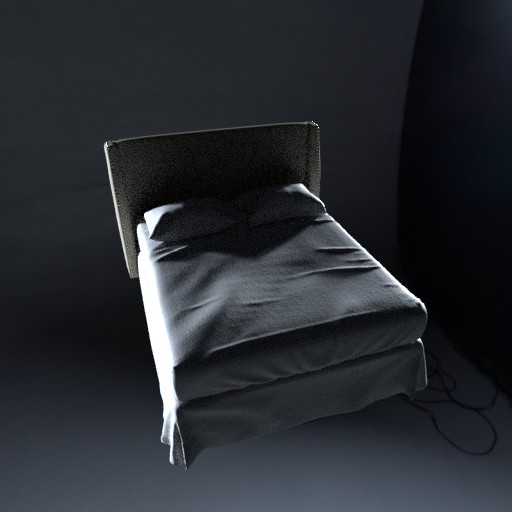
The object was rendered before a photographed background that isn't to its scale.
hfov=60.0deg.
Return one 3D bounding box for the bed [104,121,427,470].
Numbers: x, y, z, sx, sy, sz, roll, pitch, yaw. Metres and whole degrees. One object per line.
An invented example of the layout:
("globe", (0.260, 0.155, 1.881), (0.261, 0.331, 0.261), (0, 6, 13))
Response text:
("bed", (0.000, 0.000, 3.380), (1.925, 1.332, 2.276), (-10, 34, -16))
